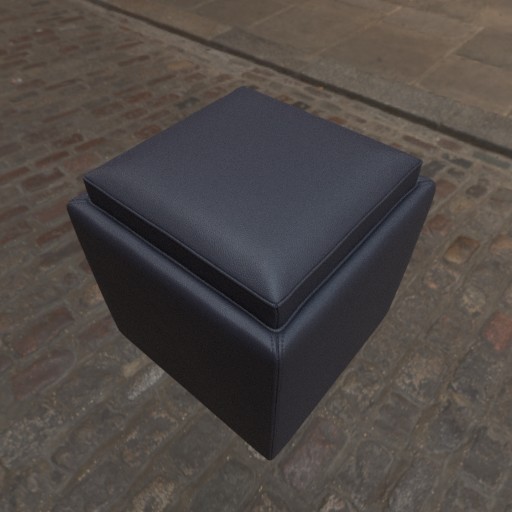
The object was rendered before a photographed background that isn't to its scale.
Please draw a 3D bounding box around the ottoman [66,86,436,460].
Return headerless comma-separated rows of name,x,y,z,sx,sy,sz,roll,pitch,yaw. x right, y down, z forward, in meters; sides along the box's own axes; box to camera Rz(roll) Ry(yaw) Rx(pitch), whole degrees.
ottoman,0.000,0.000,0.838,0.451,0.460,0.450,32,55,26
